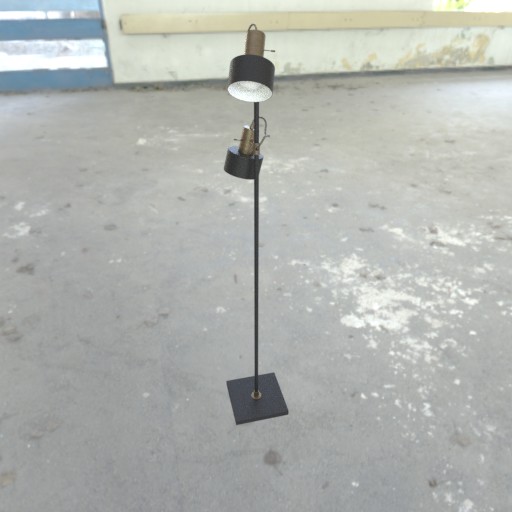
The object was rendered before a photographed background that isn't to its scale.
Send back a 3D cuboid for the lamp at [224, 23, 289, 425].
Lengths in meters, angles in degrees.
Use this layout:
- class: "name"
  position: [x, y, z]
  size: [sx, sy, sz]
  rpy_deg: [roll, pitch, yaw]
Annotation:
- class: "lamp"
  position: [0.000, 0.000, 1.619]
  size: [0.233, 1.505, 0.315]
  rpy_deg: [-7, 32, -12]
